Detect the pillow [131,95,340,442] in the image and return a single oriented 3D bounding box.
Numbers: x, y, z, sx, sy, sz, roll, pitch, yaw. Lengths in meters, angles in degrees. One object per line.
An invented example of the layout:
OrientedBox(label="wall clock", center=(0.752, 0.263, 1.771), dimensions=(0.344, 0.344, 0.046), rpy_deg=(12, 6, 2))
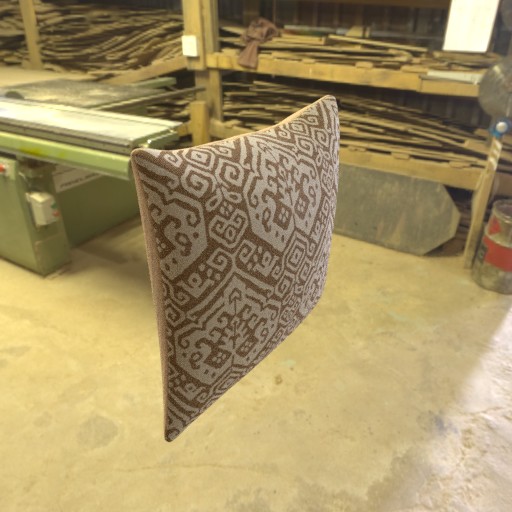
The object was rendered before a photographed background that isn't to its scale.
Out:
OrientedBox(label="pillow", center=(0.000, 0.000, 0.662), dimensions=(0.173, 0.407, 0.419), rpy_deg=(19, 34, 31))
